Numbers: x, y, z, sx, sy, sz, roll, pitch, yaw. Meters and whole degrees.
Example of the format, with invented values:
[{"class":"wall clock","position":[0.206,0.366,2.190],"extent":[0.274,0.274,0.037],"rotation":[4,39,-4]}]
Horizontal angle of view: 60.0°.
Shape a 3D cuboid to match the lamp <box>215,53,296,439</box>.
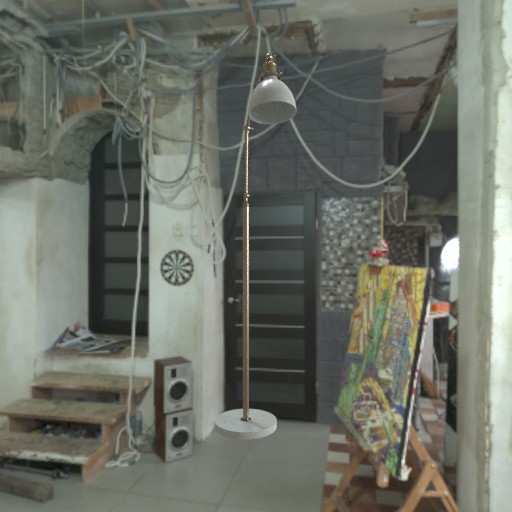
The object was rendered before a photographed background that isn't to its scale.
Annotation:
[{"class":"lamp","position":[0.000,0.000,1.903],"extent":[0.288,1.586,0.599],"rotation":[0,1,-18]}]
